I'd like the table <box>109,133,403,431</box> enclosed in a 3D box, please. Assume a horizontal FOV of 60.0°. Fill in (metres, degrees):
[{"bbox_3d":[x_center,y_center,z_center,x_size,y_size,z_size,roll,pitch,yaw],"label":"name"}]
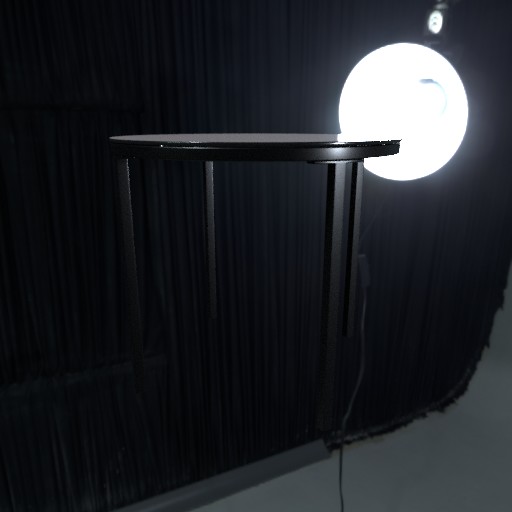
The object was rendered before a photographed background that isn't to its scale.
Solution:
[{"bbox_3d":[0.000,0.000,0.852,0.499,0.443,0.499,0,17,0],"label":"table"}]
